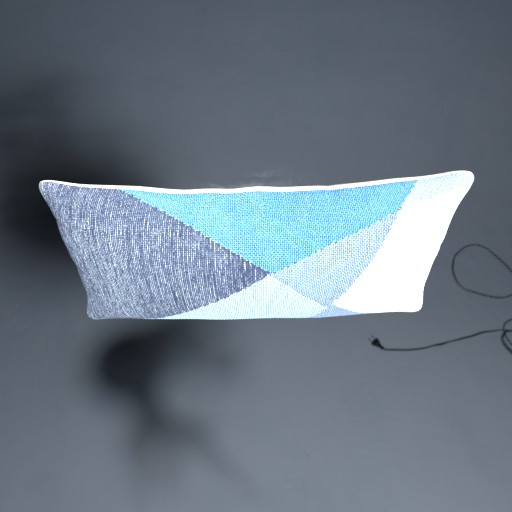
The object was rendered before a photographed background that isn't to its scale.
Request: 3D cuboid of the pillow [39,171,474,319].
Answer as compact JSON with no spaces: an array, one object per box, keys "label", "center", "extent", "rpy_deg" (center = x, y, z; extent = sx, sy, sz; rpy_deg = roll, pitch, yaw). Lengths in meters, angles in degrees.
[{"label":"pillow","center":[0.000,0.000,0.704],"extent":[0.604,0.307,0.148],"rpy_deg":[-1,45,-1]}]
